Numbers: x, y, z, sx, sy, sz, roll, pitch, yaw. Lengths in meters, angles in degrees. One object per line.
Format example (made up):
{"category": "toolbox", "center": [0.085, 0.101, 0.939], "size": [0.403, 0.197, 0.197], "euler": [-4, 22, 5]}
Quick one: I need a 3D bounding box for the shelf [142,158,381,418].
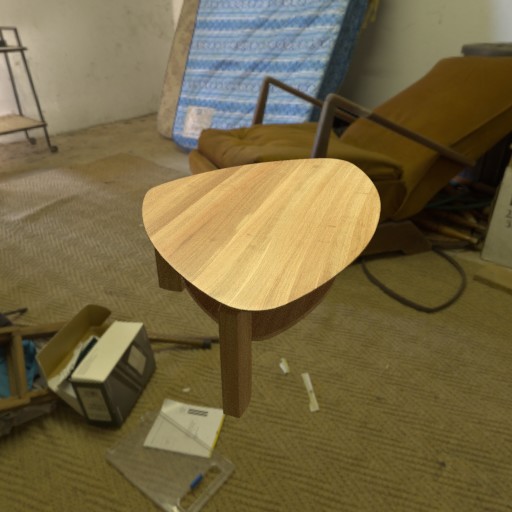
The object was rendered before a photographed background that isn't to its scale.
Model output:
{"category": "shelf", "center": [0.000, 0.000, 1.703], "size": [0.863, 0.439, 1.240], "euler": [9, 31, 16]}
